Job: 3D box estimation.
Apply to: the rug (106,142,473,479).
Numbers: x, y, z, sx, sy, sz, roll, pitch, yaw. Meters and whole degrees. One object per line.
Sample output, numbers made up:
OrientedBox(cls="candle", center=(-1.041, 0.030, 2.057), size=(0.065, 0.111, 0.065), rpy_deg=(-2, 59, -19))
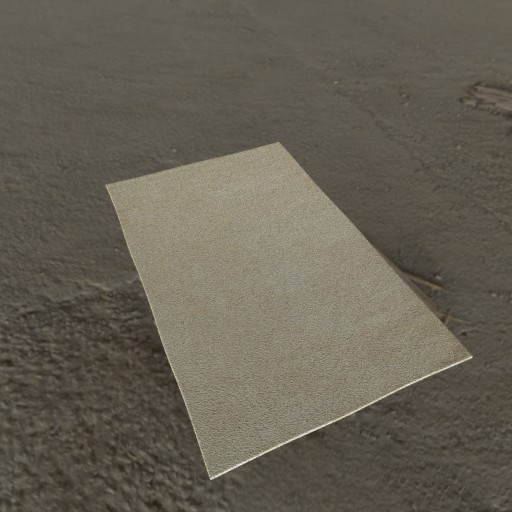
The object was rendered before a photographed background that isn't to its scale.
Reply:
OrientedBox(cls="rug", center=(0.000, 0.000, 2.919), size=(1.500, 0.025, 2.346), rpy_deg=(-18, 49, -17))
